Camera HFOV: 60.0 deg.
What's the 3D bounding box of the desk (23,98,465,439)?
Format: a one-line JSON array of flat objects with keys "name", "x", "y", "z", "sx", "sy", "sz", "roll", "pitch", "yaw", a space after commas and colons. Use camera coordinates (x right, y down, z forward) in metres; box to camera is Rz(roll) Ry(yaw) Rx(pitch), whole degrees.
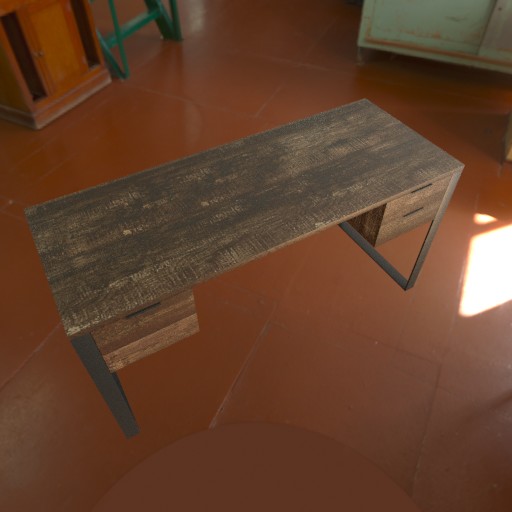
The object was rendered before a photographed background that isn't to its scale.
[{"name": "desk", "x": 0.000, "y": 0.000, "z": 1.907, "sx": 1.524, "sy": 0.762, "sz": 0.599, "roll": -23, "pitch": 52, "yaw": -20}]
